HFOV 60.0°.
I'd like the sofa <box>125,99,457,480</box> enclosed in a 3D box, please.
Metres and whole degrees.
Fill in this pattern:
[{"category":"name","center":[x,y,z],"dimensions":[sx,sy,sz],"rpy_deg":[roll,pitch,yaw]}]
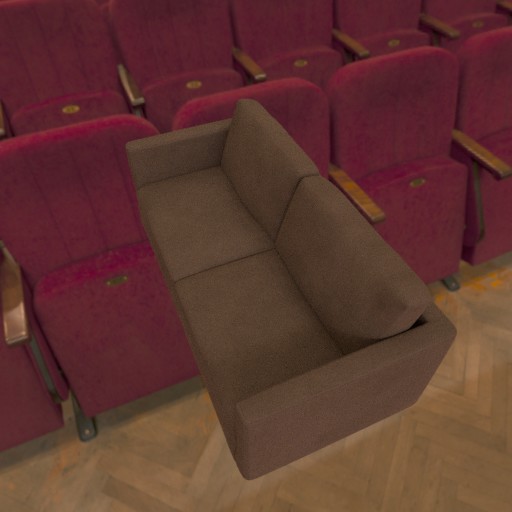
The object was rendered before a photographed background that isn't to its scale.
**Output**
[{"category":"sofa","center":[0.000,0.000,2.381],"dimensions":[0.950,0.963,1.884],"rpy_deg":[-18,49,-16]}]
